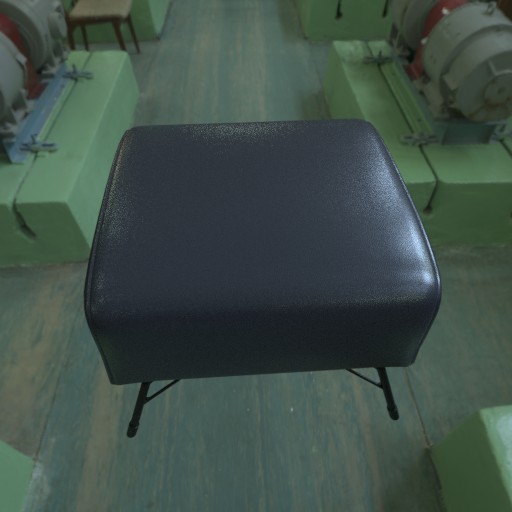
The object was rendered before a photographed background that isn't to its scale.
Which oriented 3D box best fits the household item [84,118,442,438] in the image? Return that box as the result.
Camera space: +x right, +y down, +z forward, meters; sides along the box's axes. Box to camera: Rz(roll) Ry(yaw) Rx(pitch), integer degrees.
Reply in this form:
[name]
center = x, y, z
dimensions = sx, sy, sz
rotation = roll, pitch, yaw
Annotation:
[household item]
center = 0.000, 0.000, 0.884
dimensions = 0.530, 0.410, 0.530
rotation = -3, 47, -3
